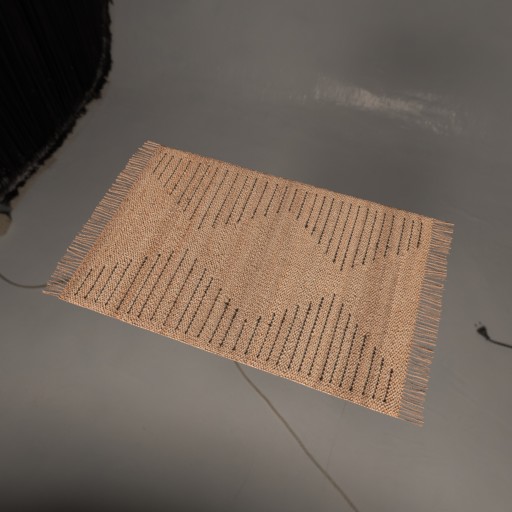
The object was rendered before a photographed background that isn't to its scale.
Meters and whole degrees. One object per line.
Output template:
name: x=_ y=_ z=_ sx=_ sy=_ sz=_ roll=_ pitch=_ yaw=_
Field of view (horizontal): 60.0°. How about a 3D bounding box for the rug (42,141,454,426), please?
rug: x=0.000 y=0.000 z=2.523 sx=2.085 sy=0.027 sz=1.224 roll=17 pitch=60 yaw=10
